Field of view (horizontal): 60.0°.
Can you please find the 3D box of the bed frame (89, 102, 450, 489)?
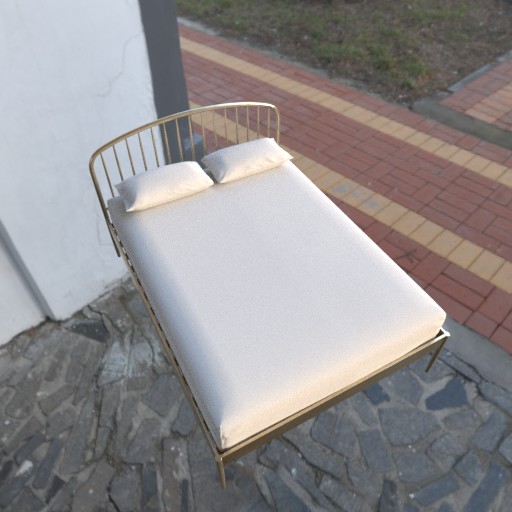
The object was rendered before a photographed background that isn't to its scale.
[{"bbox_3d":[0.000,0.000,3.069,1.612,1.175,2.152,-21,50,-19],"label":"bed frame"}]
